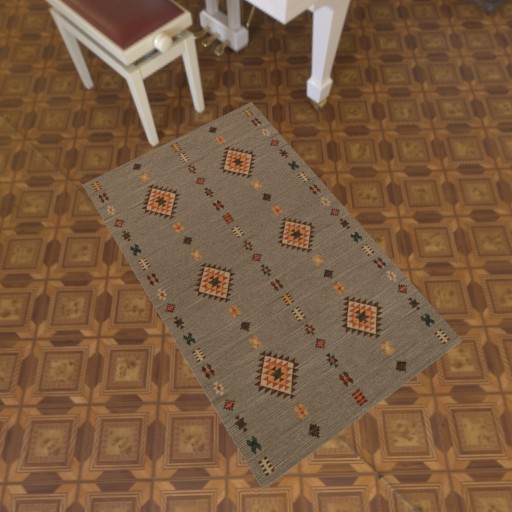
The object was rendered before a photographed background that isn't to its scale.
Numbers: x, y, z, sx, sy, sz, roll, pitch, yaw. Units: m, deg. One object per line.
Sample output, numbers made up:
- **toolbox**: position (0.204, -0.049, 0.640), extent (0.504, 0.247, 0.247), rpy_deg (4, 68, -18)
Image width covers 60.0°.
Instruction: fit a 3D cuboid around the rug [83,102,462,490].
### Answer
- **rug**: position (0.000, 0.000, 3.058), extent (1.515, 0.007, 2.427), rpy_deg (-31, 68, -14)
